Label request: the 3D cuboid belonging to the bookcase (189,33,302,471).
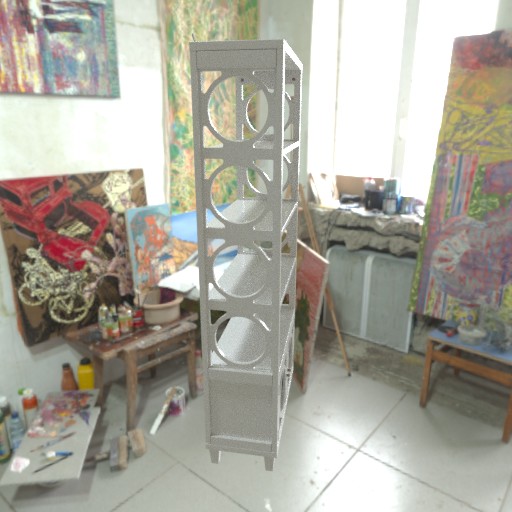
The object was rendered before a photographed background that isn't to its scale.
[{"bbox_3d":[0.000,0.000,2.146,0.361,1.869,0.761,3,18,10],"label":"bookcase"}]
